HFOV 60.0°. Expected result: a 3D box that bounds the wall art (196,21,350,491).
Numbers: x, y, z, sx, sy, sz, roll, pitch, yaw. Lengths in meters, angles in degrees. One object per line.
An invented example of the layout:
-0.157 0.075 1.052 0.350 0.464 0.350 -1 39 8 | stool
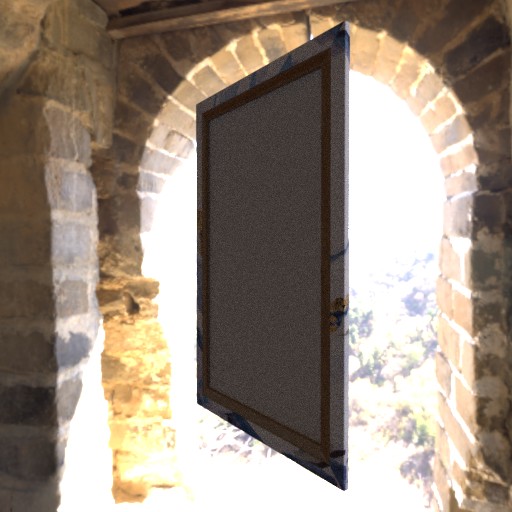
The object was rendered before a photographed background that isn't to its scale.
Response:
0.000 0.000 1.108 0.016 0.914 0.610 -1 1 -36 | wall art
